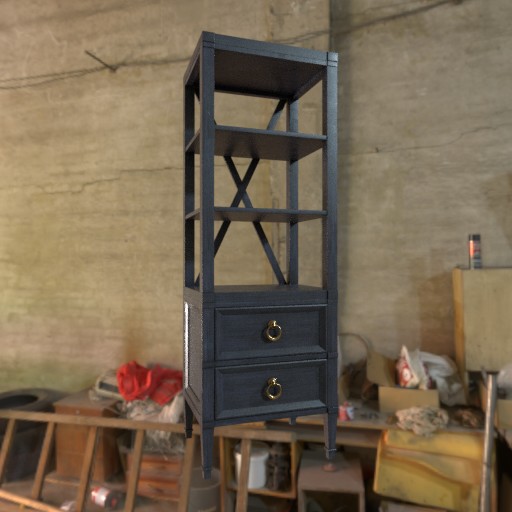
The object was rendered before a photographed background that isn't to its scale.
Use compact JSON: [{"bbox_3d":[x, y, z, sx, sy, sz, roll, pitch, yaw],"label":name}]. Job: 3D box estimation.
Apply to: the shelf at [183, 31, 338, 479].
[{"bbox_3d":[0.000,0.000,2.004,0.584,1.727,0.472,0,0,-18],"label":"shelf"}]
